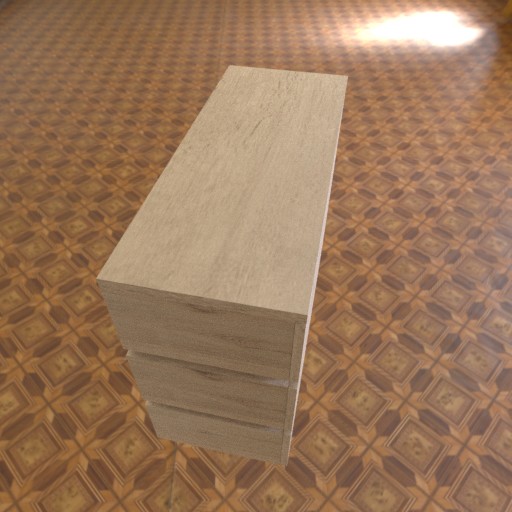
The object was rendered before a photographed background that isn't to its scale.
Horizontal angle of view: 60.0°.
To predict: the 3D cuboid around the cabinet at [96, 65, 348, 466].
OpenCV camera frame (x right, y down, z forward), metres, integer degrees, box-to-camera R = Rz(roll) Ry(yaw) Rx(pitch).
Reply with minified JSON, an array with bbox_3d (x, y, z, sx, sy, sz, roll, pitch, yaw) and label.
[{"bbox_3d":[0.000,0.000,1.490,0.420,0.820,1.040,9,46,9],"label":"cabinet"}]
